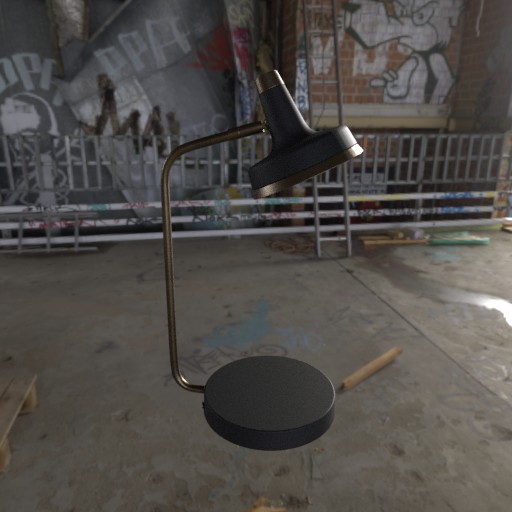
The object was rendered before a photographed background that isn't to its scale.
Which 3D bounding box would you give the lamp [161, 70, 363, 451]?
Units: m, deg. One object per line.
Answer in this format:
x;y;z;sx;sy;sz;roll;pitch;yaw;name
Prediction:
0.000;0.000;0.495;0.218;0.385;0.162;3;17;9;lamp
